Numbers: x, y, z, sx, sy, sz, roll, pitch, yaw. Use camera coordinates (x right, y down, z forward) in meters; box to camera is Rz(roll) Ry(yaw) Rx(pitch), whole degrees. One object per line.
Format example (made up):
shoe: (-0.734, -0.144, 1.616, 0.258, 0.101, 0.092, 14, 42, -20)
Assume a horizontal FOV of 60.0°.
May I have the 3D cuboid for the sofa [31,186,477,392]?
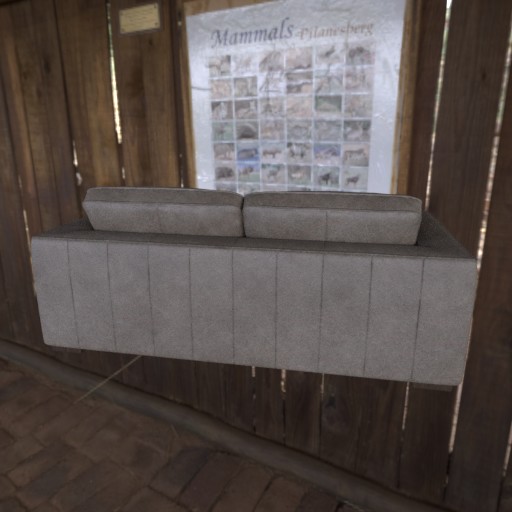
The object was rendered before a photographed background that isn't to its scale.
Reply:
sofa: (0.000, 0.000, 2.370, 1.920, 0.800, 1.070, 3, 17, 10)
